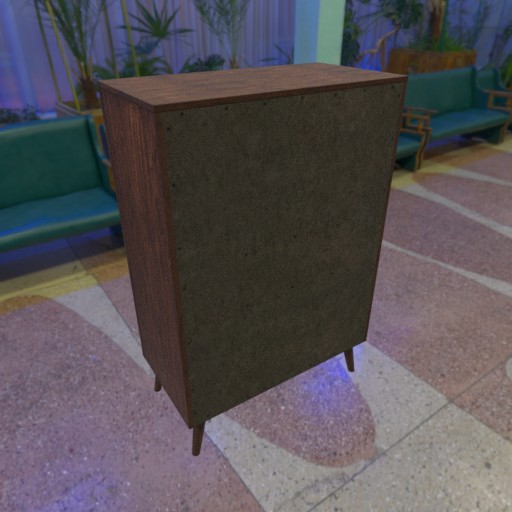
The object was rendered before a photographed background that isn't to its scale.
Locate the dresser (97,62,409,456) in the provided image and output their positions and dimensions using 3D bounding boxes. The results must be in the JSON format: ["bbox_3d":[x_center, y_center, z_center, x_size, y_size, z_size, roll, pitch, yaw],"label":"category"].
[{"bbox_3d":[0.000,0.000,1.811,0.919,1.365,0.498,-18,34,-28],"label":"dresser"}]
